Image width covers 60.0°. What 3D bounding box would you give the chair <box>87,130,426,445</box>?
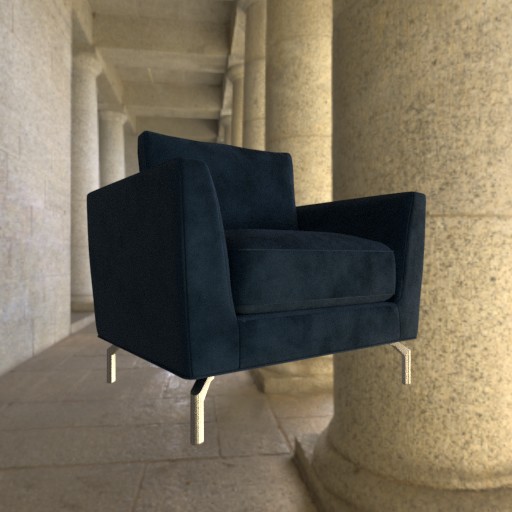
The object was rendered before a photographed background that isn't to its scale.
[{"bbox_3d":[0.000,0.000,1.572,0.977,0.893,0.746,0,0,-36],"label":"chair"}]
